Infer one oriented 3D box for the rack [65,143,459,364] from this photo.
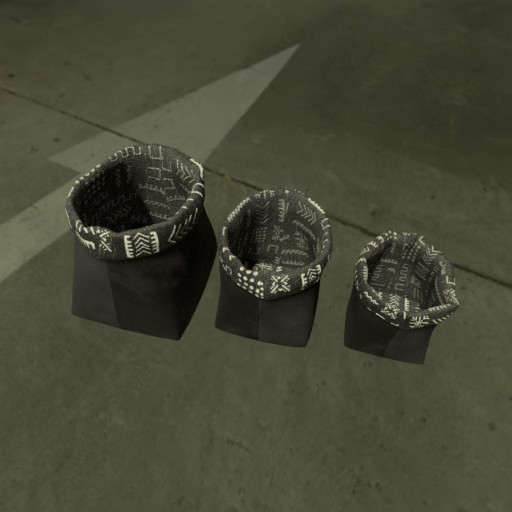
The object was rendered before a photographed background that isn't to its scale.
[{"bbox_3d":[0.000,0.000,1.075,0.905,0.323,0.379,10,47,10],"label":"rack"}]
